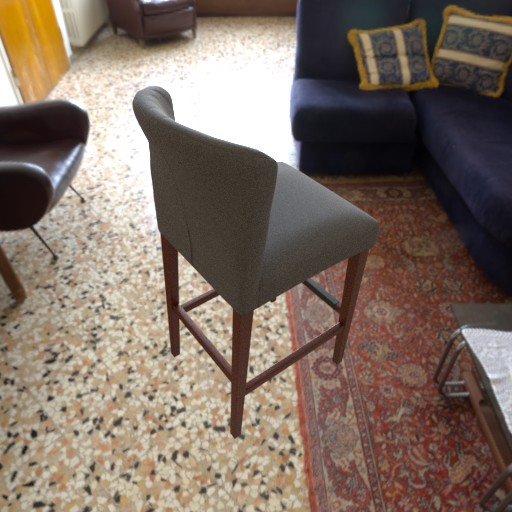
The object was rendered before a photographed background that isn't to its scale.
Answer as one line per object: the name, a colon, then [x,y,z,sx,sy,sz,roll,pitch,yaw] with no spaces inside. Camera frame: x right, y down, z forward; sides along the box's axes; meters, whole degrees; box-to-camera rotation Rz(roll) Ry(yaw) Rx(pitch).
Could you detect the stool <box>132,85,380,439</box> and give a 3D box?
stool: [0.000,0.000,1.390,0.568,1.069,0.481,-26,48,-27]
